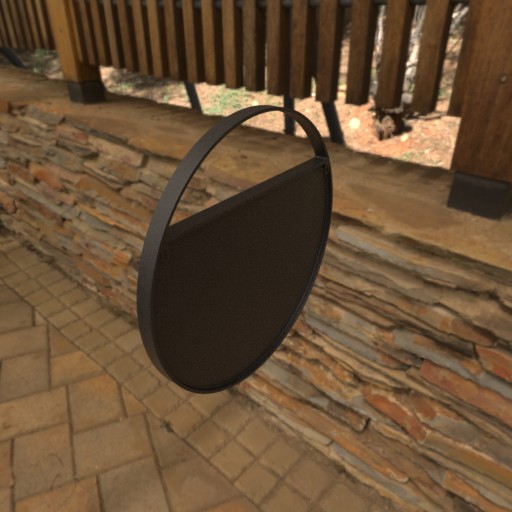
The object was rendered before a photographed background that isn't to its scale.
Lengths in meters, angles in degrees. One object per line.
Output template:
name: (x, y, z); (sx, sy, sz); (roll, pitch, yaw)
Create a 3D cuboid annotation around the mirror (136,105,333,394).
mirror: (0.000, 0.000, 0.875); (0.032, 0.565, 0.565); (21, 36, 31)
